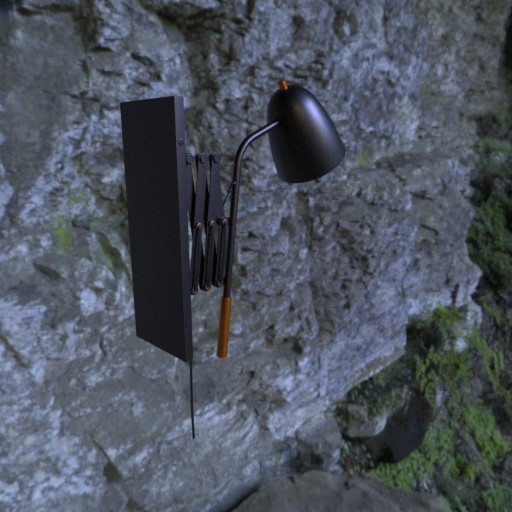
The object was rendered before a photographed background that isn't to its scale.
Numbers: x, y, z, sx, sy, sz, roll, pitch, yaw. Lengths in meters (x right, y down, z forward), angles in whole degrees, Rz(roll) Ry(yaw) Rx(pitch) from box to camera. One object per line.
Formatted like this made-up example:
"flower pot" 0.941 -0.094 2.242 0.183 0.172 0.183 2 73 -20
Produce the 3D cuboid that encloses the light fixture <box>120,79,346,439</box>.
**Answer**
"light fixture" 0.000 0.000 0.935 0.162 0.715 0.499 13 19 42
